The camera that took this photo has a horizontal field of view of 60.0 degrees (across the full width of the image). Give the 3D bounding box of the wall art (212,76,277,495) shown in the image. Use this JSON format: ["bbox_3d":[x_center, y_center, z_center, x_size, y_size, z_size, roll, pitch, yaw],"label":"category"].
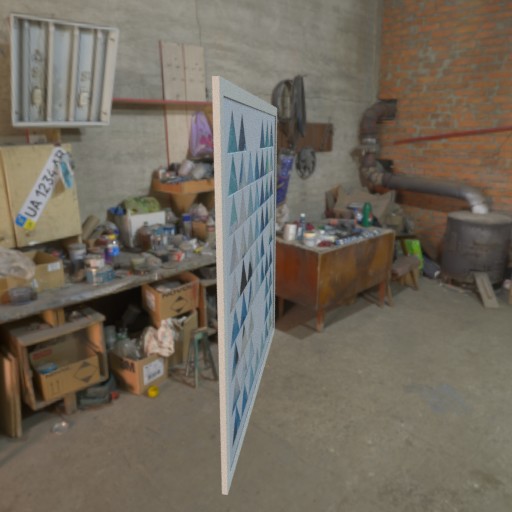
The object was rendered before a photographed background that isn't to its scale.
[{"bbox_3d":[0.000,0.000,1.200,0.012,0.809,0.809,2,15,9],"label":"wall art"}]
